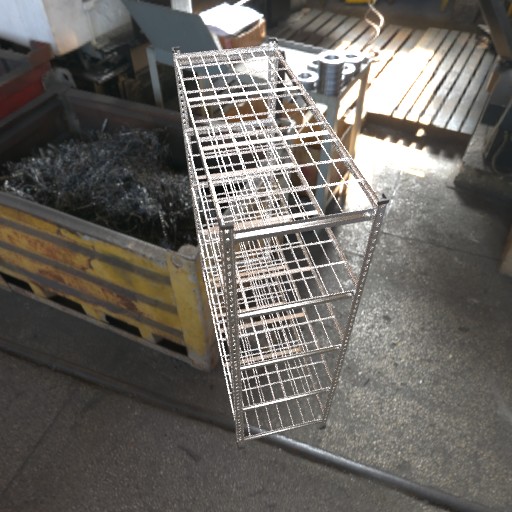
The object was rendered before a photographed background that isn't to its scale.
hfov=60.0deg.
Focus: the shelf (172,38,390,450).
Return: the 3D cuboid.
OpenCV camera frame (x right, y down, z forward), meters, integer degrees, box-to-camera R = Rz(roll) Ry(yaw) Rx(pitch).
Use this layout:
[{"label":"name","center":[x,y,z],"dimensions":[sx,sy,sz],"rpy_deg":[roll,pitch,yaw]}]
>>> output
[{"label":"shelf","center":[0.000,0.000,2.739],"dimensions":[0.610,1.981,1.524],"rpy_deg":[-10,47,-9]}]
